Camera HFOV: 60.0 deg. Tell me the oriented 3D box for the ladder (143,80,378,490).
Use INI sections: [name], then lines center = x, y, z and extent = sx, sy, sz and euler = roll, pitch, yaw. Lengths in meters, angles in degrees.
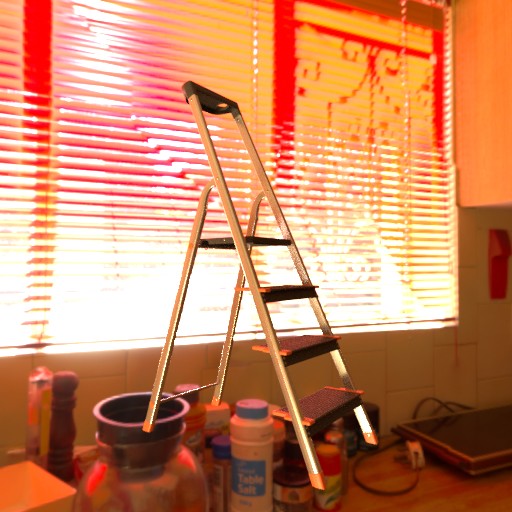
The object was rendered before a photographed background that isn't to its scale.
[ladder]
center = 0.000, 0.000, 1.775
extent = 0.834, 1.429, 0.452
euler = -1, -2, 36
